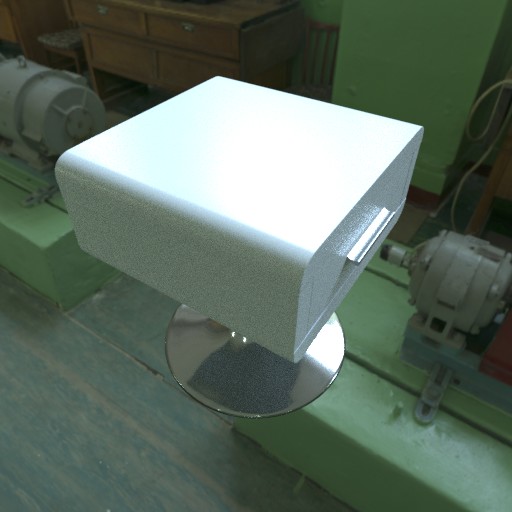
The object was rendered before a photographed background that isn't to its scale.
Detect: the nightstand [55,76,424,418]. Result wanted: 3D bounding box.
[{"bbox_3d":[0.000,0.000,0.785,0.404,0.447,0.399,24,47,24],"label":"nightstand"}]
